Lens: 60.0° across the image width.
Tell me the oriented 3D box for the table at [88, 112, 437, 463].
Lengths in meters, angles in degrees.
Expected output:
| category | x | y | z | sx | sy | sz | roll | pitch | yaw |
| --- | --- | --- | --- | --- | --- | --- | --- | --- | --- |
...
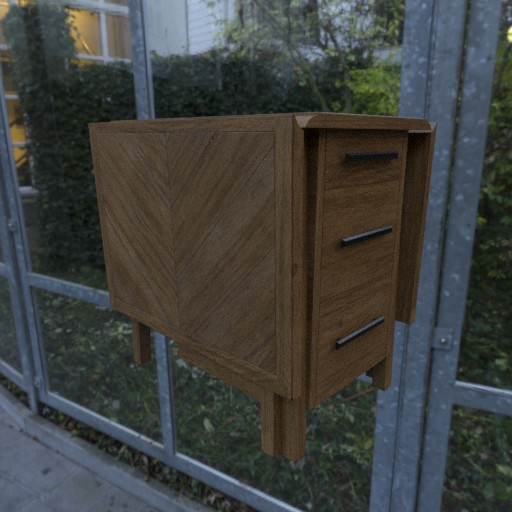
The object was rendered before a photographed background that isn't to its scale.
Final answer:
| category | x | y | z | sx | sy | sz | roll | pitch | yaw |
| --- | --- | --- | --- | --- | --- | --- | --- | --- | --- |
| table | 0.000 | 0.000 | 1.300 | 0.746 | 0.763 | 0.591 | 14 | 21 | 42 |
